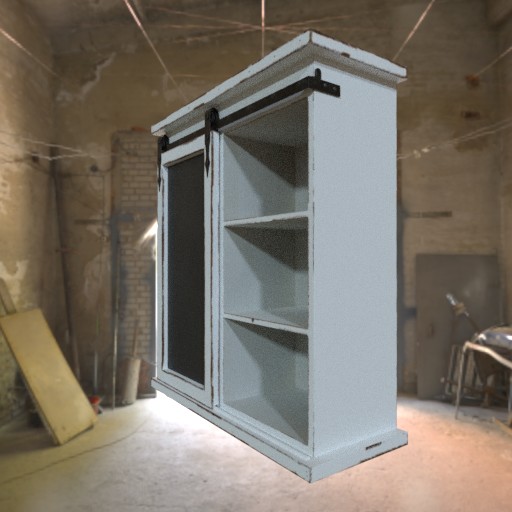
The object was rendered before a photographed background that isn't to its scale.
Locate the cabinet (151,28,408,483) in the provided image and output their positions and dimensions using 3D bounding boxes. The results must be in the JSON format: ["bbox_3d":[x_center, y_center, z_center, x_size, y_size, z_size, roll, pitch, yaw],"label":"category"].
[{"bbox_3d":[0.000,0.000,0.867,0.210,0.603,0.541,0,0,-36],"label":"cabinet"}]
